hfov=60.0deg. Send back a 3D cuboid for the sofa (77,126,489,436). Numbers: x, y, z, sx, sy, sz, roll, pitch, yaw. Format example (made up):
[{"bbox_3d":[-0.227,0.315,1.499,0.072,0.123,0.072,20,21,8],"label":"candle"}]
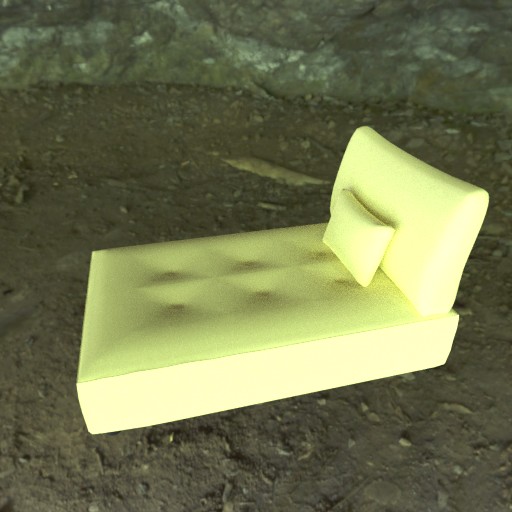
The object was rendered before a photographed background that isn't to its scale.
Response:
[{"bbox_3d":[0.000,0.000,1.917,1.450,0.820,0.930,-7,31,-13],"label":"sofa"}]
